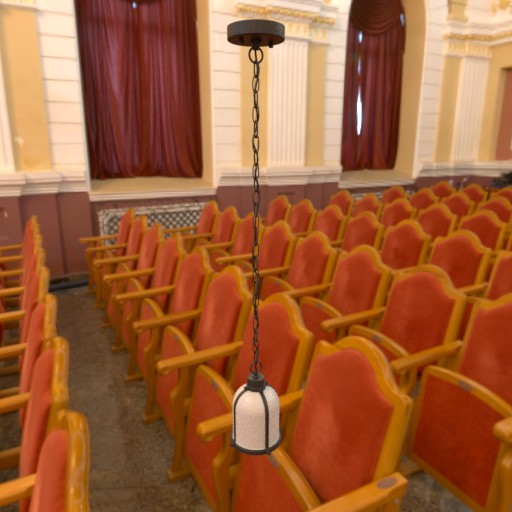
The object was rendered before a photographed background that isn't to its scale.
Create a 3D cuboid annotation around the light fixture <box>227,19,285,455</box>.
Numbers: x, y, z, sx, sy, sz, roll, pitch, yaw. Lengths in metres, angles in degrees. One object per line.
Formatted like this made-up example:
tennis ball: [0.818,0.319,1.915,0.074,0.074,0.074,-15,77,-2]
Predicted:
light fixture: [0.000,0.000,1.252,0.178,1.181,0.178,-7,15,-26]
